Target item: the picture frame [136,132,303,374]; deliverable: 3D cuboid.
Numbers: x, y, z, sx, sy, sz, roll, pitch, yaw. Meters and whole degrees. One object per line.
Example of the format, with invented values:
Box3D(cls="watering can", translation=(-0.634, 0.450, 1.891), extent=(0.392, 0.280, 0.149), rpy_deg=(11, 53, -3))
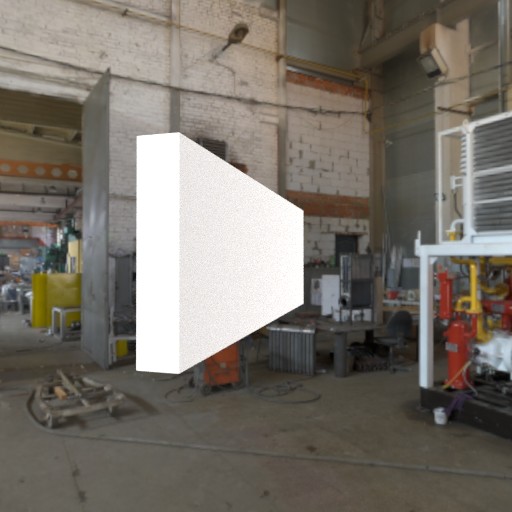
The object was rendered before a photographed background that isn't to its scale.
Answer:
Box3D(cls="picture frame", translation=(0.000, 0.000, 0.830), extent=(0.050, 0.250, 0.759), rpy_deg=(0, -1, 16))
